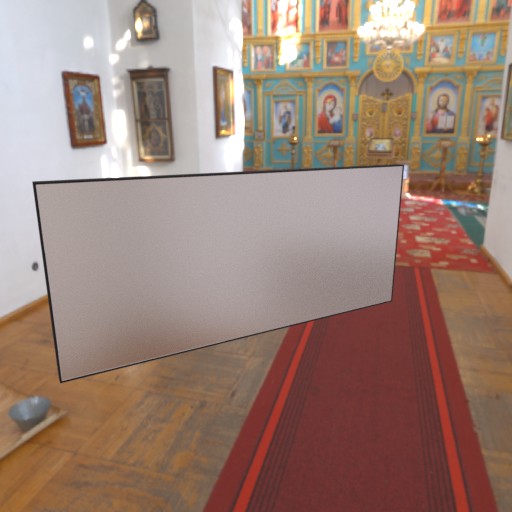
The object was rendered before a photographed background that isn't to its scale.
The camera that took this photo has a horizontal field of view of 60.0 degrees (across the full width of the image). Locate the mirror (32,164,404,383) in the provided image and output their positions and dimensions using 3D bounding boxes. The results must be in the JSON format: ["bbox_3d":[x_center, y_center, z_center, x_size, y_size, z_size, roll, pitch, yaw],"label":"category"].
[{"bbox_3d":[0.000,0.000,1.837,1.584,0.692,0.047,-9,18,-28],"label":"mirror"}]
